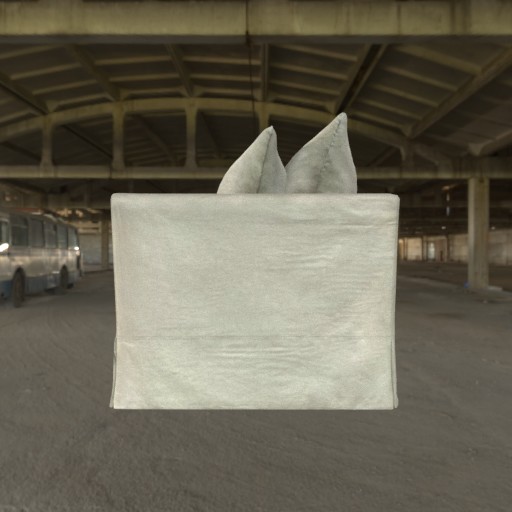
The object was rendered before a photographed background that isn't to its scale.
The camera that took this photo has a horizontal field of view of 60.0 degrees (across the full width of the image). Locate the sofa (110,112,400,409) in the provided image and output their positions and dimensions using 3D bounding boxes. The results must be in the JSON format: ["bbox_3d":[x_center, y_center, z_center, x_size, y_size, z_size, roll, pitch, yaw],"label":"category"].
[{"bbox_3d":[0.000,0.000,2.267,1.035,1.040,1.608,0,1,0],"label":"sofa"}]
